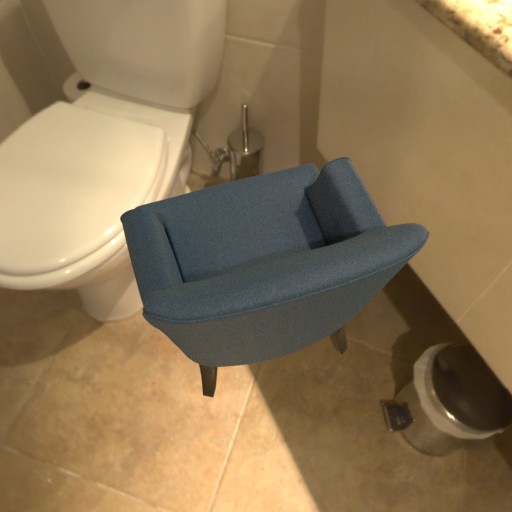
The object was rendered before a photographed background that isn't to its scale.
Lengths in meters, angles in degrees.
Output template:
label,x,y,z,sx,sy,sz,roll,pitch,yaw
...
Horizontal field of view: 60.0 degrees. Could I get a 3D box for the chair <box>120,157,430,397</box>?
label,x,y,z,sx,sy,sz,roll,pitch,yaw
chair,0.000,0.000,1.477,0.770,0.878,0.754,-16,59,-9
